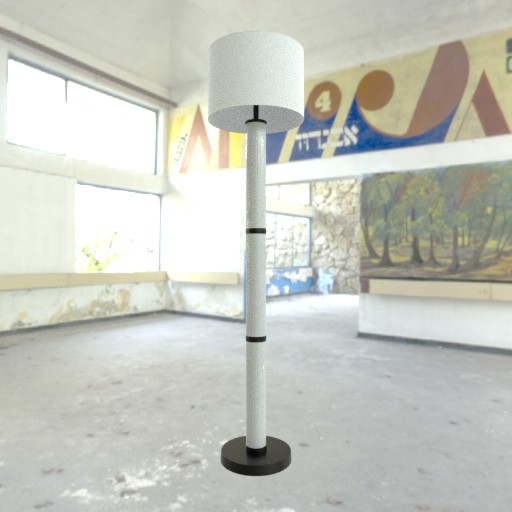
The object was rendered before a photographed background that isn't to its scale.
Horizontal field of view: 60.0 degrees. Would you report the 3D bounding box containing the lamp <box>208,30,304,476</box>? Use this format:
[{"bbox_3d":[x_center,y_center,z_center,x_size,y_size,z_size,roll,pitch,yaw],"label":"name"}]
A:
[{"bbox_3d":[0.000,0.000,1.747,0.377,1.599,0.377,0,0,35],"label":"lamp"}]
